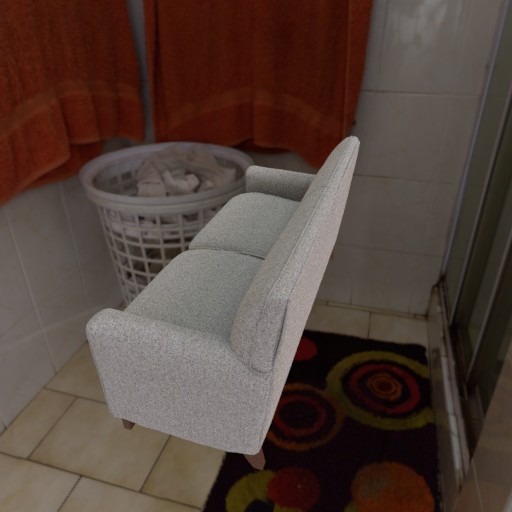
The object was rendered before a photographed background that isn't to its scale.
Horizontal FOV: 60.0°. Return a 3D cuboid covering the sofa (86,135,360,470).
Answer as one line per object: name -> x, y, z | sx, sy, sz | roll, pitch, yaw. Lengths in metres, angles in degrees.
sofa -> 0.000, 0.000, 2.508 | 0.854, 0.942, 2.026 | 9, 31, 15
